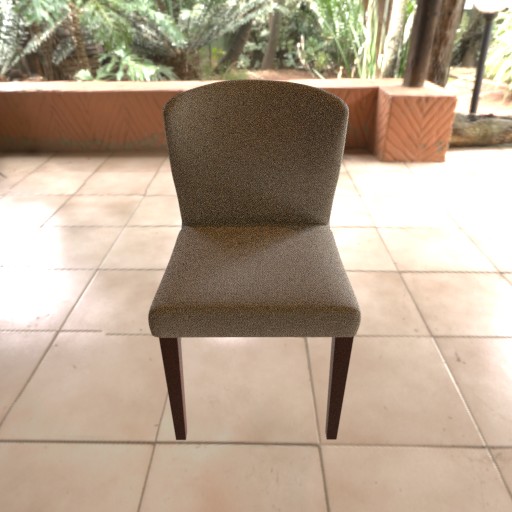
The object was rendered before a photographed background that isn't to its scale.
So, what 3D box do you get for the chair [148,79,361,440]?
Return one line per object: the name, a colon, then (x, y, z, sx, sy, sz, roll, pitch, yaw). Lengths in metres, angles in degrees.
chair: (0.000, 0.000, 1.222, 0.491, 0.839, 0.589, 0, 30, 0)
